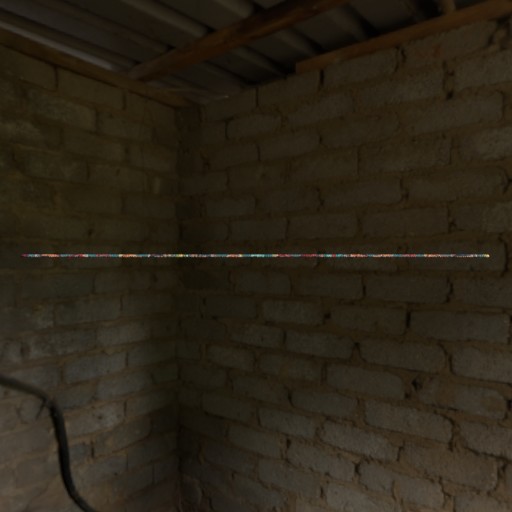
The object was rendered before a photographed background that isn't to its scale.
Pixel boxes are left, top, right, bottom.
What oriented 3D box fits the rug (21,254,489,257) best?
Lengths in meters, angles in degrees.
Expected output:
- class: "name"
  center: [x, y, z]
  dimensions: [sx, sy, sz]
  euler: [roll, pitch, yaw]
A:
- class: "rug"
  center: [0.000, 0.000, 2.482]
  dimensions: [2.286, 0.013, 0.686]
  euler: [0, 0, -1]
